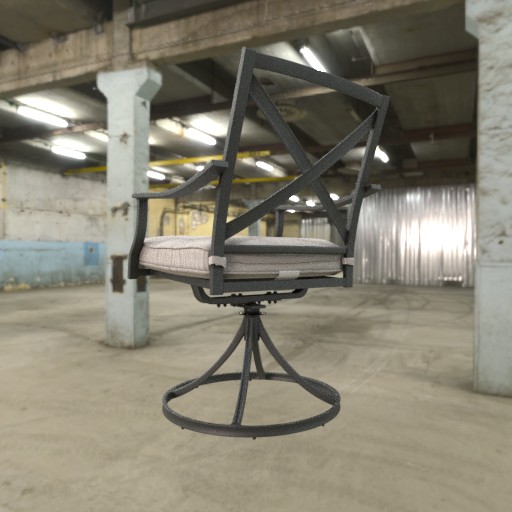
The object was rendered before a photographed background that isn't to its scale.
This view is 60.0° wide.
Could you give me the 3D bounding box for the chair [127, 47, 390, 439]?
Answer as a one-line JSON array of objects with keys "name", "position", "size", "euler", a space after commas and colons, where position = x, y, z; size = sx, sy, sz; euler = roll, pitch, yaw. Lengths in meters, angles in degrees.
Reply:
[{"name": "chair", "position": [0.000, 0.000, 1.313], "size": [0.575, 0.889, 0.620], "euler": [0, 0, -37]}]
